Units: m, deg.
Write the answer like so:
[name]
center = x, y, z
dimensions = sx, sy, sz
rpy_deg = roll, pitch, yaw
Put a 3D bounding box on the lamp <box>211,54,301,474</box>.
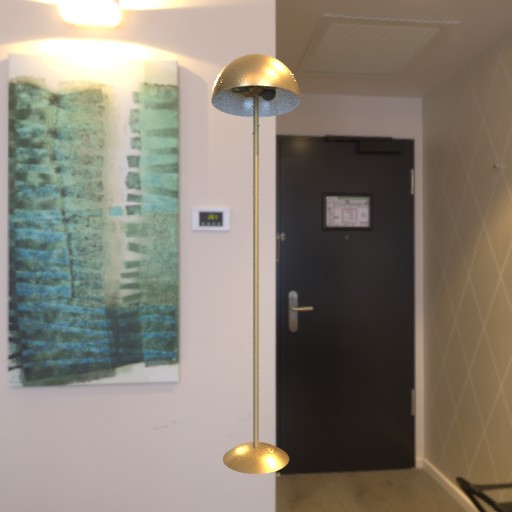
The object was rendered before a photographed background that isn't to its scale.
[lamp]
center = 0.000, 0.000, 1.631
dimensions = 0.328, 1.480, 0.328
rpy_deg = 1, -1, -36
